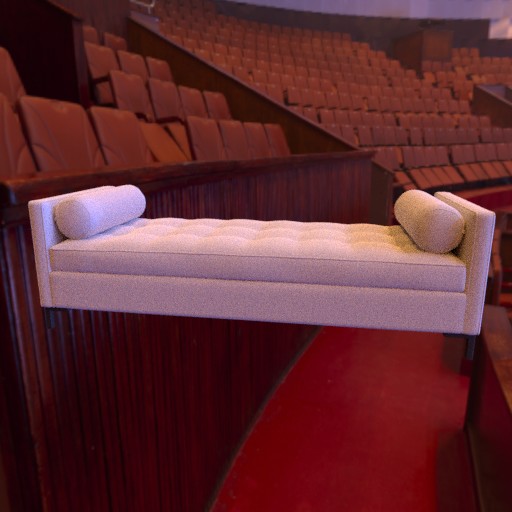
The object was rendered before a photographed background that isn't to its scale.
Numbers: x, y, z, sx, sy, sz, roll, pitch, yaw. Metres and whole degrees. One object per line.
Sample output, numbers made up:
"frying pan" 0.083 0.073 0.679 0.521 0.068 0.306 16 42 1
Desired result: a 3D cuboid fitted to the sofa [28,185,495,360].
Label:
"sofa" 0.000 0.000 2.256 1.985 0.641 0.746 2 15 9
